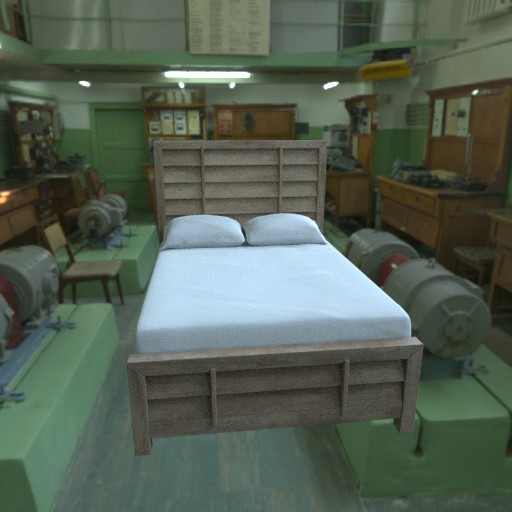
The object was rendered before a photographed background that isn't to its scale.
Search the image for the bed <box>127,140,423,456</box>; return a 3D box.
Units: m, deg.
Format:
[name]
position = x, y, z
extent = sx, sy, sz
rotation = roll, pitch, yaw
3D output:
[bed]
position = 0.000, 0.000, 3.361
extent = 1.626, 1.626, 2.197
rotation = -2, 17, -7
